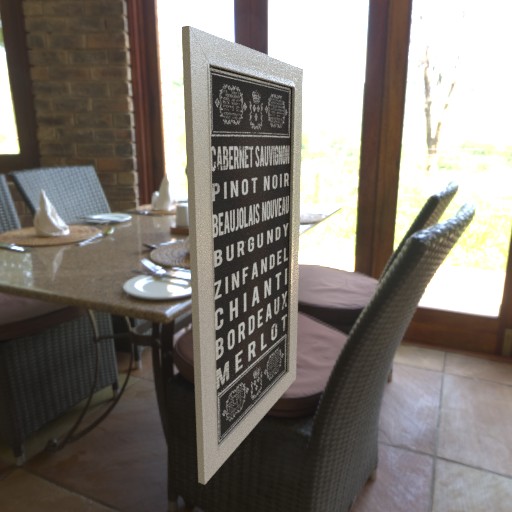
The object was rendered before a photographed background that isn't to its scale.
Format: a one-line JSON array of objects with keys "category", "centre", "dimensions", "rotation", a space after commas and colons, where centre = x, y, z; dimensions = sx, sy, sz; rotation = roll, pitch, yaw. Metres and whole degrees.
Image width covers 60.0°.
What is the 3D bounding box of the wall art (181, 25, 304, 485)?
[{"category": "wall art", "centre": [0.000, 0.000, 0.804], "dimensions": [0.013, 0.683, 0.380], "rotation": [7, 16, 27]}]
